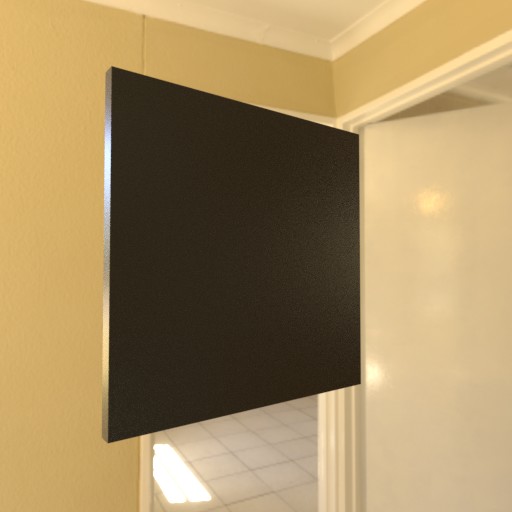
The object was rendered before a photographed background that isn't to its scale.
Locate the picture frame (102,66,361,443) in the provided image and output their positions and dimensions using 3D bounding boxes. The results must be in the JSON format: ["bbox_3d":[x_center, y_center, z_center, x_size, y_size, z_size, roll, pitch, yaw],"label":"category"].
[{"bbox_3d":[0.000,0.000,0.832,0.559,0.557,0.029,1,-2,-37],"label":"picture frame"}]
